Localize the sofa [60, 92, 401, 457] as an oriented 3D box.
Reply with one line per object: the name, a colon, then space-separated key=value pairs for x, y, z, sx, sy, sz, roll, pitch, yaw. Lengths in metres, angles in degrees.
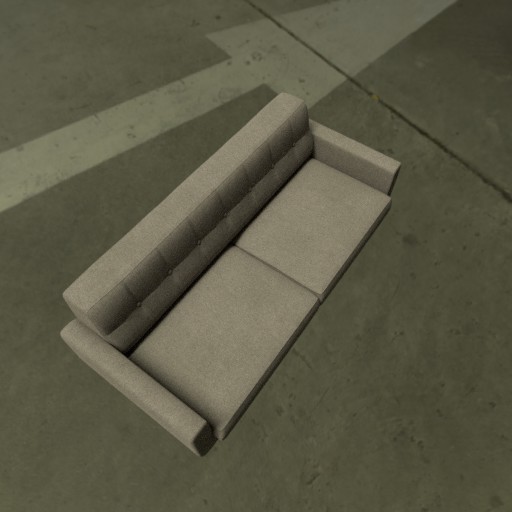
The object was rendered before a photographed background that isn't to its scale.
sofa: x=0.000 y=0.000 z=2.580 sx=0.909 sy=0.841 sz=2.029 roll=31 pitch=62 yaw=19
